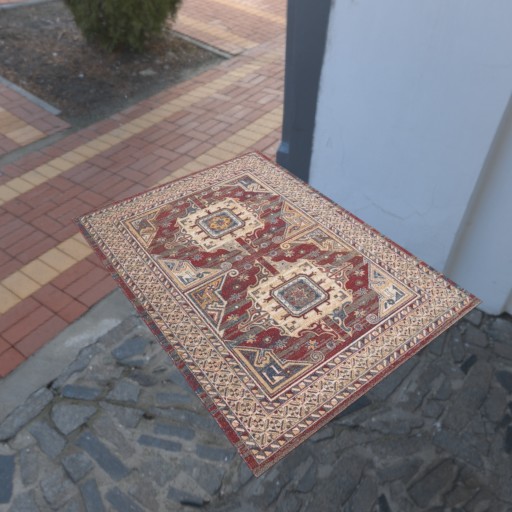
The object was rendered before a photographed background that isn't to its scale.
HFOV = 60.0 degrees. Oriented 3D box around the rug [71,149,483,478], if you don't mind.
[{"bbox_3d":[0.000,0.000,4.155,2.381,0.013,3.197,-27,49,-26],"label":"rug"}]
